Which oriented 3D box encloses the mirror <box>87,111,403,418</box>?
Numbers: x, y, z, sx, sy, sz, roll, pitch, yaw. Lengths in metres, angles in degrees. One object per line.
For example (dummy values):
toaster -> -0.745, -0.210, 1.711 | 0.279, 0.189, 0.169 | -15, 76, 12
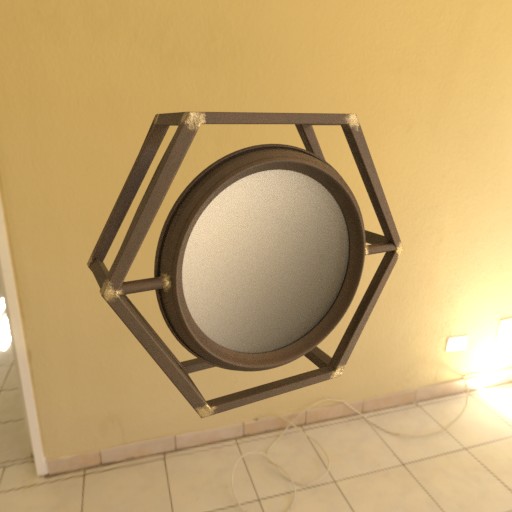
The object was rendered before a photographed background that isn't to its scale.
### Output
mirror -> 0.000, 0.000, 0.546 | 0.380, 0.334, 0.119 | -8, 18, -26
